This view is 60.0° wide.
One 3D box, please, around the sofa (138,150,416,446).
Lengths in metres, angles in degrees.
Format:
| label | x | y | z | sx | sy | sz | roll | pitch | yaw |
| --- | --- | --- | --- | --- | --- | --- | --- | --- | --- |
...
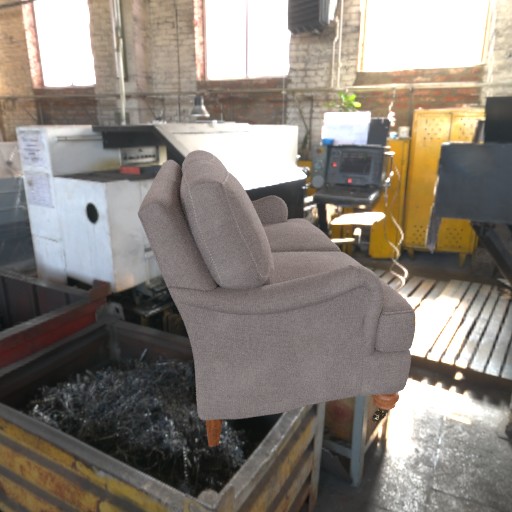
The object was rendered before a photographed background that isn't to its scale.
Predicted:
| label | x | y | z | sx | sy | sz | roll | pitch | yaw |
| --- | --- | --- | --- | --- | --- | --- | --- | --- | --- |
| sofa | 0.000 | 0.000 | 2.538 | 1.084 | 1.101 | 1.853 | -3 | 17 | -8 |
